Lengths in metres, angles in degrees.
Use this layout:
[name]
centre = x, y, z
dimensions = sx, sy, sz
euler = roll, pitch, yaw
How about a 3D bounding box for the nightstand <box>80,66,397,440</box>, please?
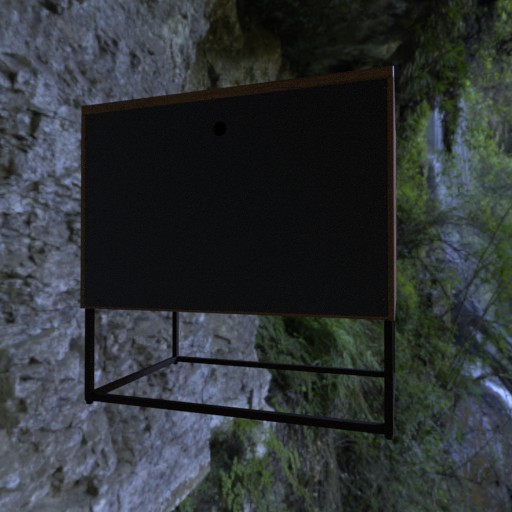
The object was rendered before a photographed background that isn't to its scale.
[nightstand]
centre = 0.000, 0.000, 1.013
dimensions = 0.610, 0.610, 0.437
euler = 0, -1, 18
